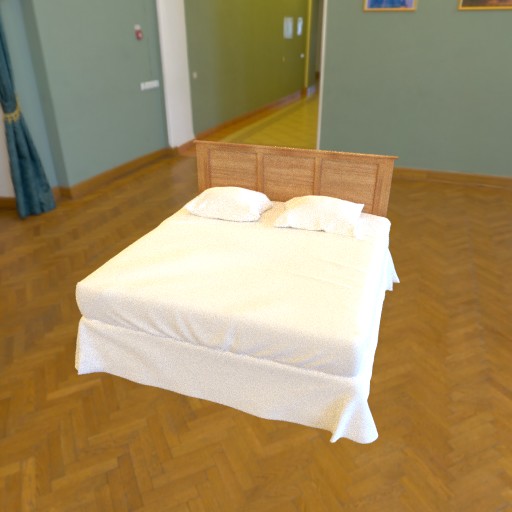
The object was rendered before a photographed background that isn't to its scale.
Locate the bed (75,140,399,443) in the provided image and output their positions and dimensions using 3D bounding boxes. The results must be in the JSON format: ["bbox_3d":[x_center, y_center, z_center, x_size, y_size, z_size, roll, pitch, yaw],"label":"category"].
[{"bbox_3d":[0.000,0.000,3.612,2.317,1.270,2.215,9,29,17],"label":"bed"}]
